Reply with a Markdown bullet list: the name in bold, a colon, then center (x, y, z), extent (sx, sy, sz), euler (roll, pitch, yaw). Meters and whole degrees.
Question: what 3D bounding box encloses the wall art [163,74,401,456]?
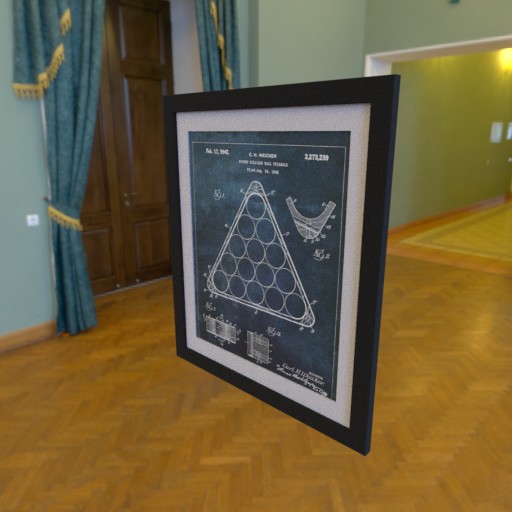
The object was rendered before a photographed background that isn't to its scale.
- **wall art**: center (0.000, 0.000, 0.506), extent (0.311, 0.361, 0.010), euler (14, 21, 41)
